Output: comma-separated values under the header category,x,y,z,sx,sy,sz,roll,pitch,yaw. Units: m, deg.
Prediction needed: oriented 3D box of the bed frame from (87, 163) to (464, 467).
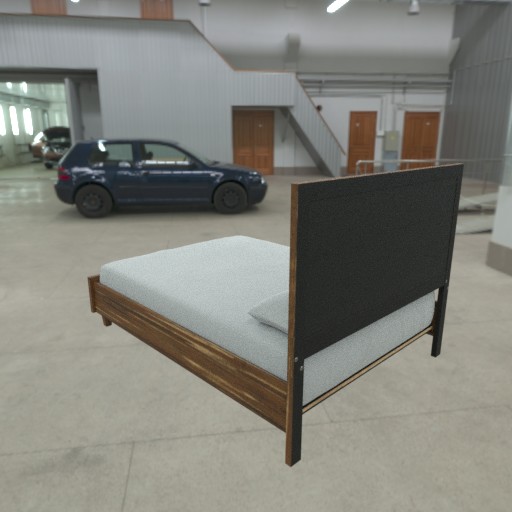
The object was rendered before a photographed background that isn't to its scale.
category,x,y,z,sx,sy,sz,roll,pitch,yaw
bed frame,0.000,0.000,3.388,1.696,1.417,2.276,-15,21,-42
